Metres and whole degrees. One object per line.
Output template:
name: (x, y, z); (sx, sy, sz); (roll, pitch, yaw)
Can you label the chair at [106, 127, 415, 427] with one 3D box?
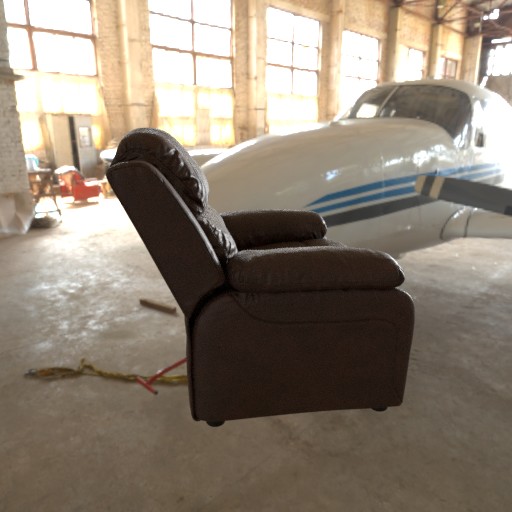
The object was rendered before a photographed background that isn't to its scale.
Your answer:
chair: (0.000, 0.000, 1.262); (0.707, 0.702, 0.680); (-3, 16, -10)
